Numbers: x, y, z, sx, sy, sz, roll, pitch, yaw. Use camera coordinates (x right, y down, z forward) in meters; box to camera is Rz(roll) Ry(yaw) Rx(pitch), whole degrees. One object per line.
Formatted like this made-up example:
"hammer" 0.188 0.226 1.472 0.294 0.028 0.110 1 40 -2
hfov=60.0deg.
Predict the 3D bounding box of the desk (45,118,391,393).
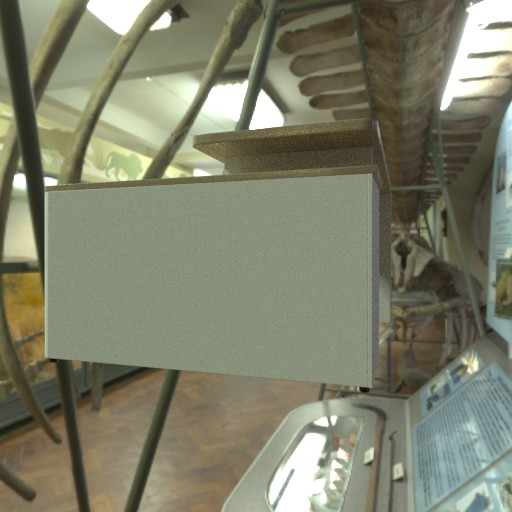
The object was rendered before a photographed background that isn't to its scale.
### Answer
"desk" 0.000 0.000 2.072 1.175 0.770 1.400 0 0 19
